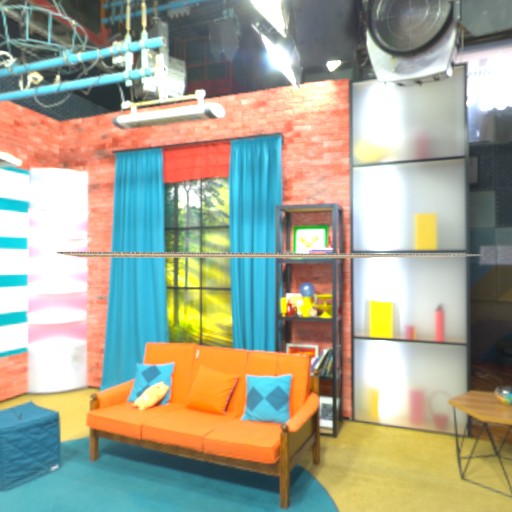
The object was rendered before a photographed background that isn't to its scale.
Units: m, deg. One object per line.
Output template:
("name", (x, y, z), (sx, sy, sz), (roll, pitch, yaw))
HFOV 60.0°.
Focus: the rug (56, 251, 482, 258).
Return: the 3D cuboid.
("rug", (0.000, 0.000, 2.340), (1.815, 0.007, 1.226), (0, -1, -18))
